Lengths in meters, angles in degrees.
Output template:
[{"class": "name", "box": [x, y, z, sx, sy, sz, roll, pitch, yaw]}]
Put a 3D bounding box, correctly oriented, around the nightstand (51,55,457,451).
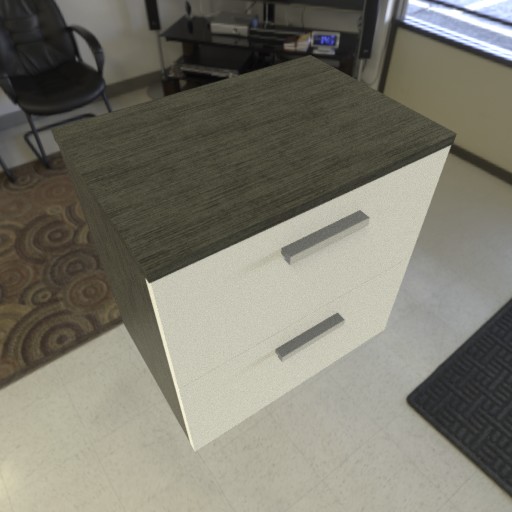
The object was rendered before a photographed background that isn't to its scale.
[{"class": "nightstand", "box": [0.000, 0.000, 0.748, 0.441, 0.460, 0.325, -26, 51, -23]}]
